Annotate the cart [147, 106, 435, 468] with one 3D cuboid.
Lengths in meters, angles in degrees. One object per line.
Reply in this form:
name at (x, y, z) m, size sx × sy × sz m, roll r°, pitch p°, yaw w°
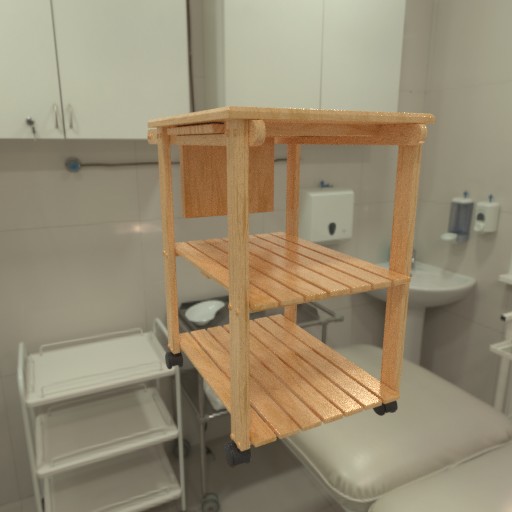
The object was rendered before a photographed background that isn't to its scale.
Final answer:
cart at (0.000, 0.000, 1.360) m, size 0.520 × 0.816 × 0.843 m, roll -7°, pitch 16°, yaw -26°
